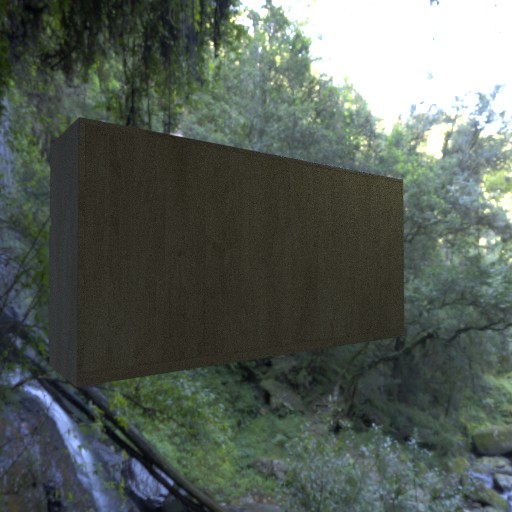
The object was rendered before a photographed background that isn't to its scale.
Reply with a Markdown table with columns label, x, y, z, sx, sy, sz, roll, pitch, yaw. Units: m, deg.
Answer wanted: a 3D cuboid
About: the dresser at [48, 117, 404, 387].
| label | x | y | z | sx | sy | sz | roll | pitch | yaw |
| --- | --- | --- | --- | --- | --- | --- | --- | --- | --- |
| dresser | 0.000 | 0.000 | 1.928 | 1.590 | 0.795 | 0.390 | 1 | -2 | -37 |
